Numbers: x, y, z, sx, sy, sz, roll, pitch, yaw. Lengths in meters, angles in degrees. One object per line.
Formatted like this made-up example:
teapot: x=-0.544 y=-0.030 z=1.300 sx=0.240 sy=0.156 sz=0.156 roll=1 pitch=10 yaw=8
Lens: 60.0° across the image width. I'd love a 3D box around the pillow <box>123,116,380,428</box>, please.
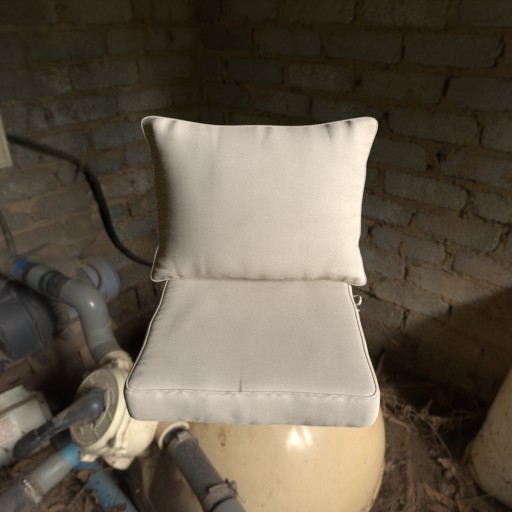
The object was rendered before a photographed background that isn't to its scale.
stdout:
pillow: x=0.000 y=0.000 z=1.355 sx=0.798 sy=0.716 sz=0.733 roll=1 pitch=29 yaw=2
